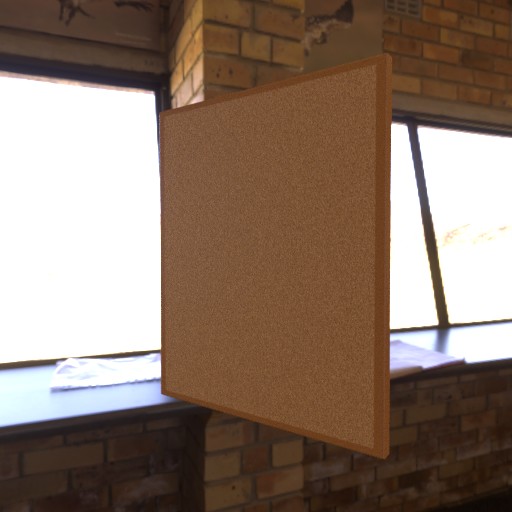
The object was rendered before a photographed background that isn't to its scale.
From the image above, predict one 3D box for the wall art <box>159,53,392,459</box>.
[{"bbox_3d":[0.000,0.000,0.509,0.310,0.379,0.015,1,2,36],"label":"wall art"}]
